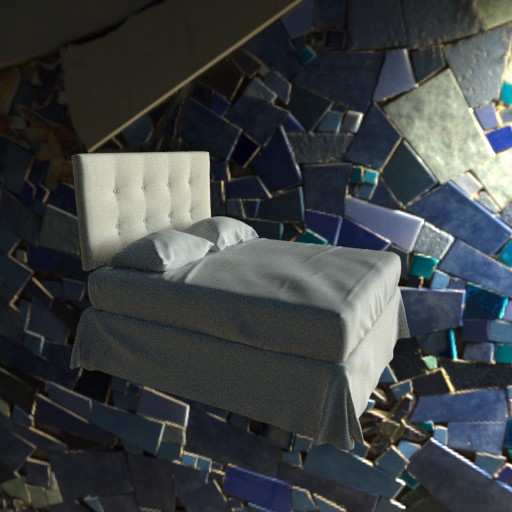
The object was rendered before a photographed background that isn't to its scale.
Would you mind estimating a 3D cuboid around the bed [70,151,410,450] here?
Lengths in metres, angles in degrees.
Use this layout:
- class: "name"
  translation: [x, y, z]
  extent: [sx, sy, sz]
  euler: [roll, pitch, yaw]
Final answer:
- class: "bed"
  translation: [0.000, 0.000, 3.491]
  extent: [2.222, 1.577, 1.936]
  euler: [7, 16, 27]
